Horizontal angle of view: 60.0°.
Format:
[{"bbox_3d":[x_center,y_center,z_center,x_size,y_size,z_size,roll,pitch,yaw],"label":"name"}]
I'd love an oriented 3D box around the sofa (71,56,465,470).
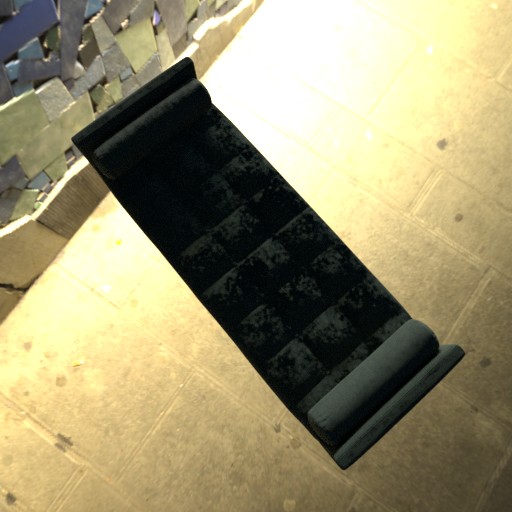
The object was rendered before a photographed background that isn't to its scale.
[{"bbox_3d":[0.000,0.000,2.462,0.797,0.657,2.102,-39,79,-9],"label":"sofa"}]
